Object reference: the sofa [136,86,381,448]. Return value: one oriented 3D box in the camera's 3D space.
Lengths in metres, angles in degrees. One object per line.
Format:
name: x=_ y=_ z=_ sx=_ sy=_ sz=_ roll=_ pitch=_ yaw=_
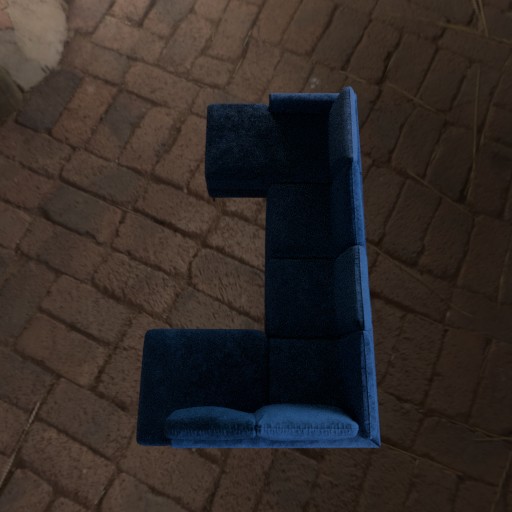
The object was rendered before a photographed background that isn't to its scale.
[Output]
sofa: x=0.000 y=0.000 z=4.308 sx=2.055 sy=0.992 sz=3.434 roll=0 pitch=73 yaw=0
